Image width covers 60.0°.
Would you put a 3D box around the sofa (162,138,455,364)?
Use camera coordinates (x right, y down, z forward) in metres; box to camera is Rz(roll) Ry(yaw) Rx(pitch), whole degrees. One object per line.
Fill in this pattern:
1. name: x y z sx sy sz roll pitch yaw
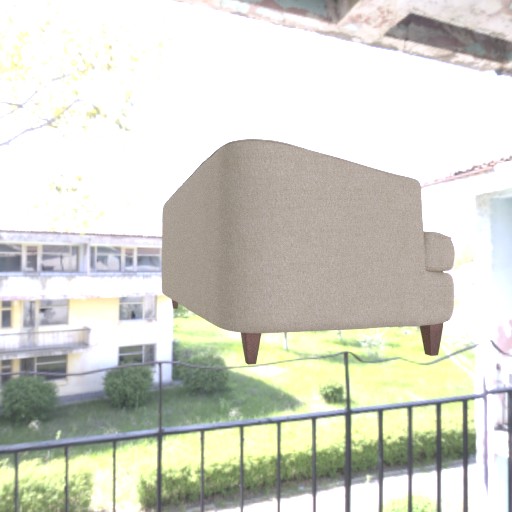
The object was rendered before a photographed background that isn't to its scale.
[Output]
1. sofa: 0.000 0.000 2.601 0.913 0.788 2.235 0 -1 -18
